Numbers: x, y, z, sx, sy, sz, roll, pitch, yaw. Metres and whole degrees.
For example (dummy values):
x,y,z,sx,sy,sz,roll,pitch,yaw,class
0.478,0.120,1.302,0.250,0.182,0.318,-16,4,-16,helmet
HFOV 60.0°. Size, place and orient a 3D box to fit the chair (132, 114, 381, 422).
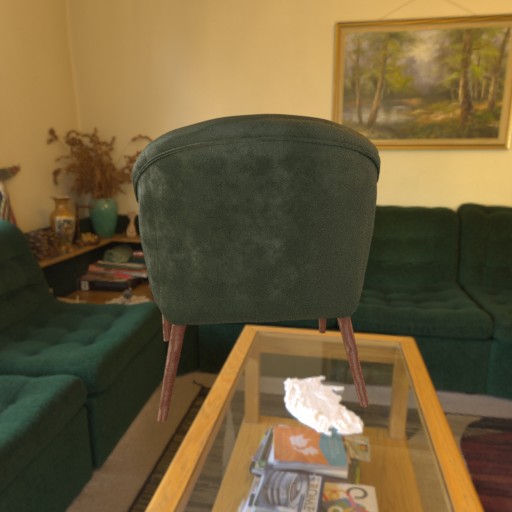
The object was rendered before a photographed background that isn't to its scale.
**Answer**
x,y,z,sx,sy,sz,roll,pitch,yaw,class
0.000,0.000,1.532,0.851,0.885,0.776,-2,13,-7,chair
